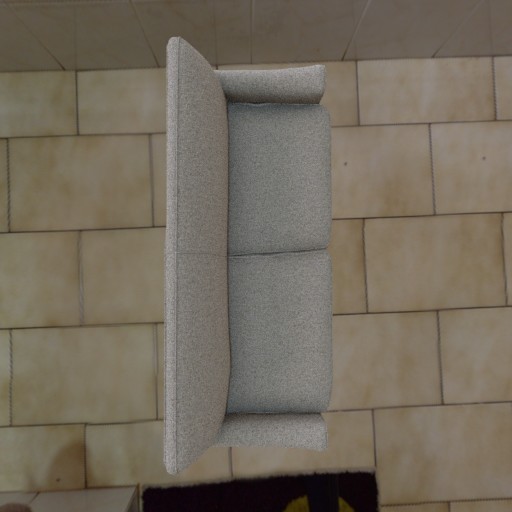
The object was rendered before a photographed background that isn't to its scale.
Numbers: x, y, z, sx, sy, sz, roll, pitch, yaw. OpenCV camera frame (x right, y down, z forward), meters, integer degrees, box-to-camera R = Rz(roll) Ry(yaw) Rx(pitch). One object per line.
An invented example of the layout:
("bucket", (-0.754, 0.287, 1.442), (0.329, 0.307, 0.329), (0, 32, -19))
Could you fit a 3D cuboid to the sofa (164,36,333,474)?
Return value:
("sofa", (0.000, 0.000, 2.467), (0.854, 0.942, 2.026), (0, 88, -1))
